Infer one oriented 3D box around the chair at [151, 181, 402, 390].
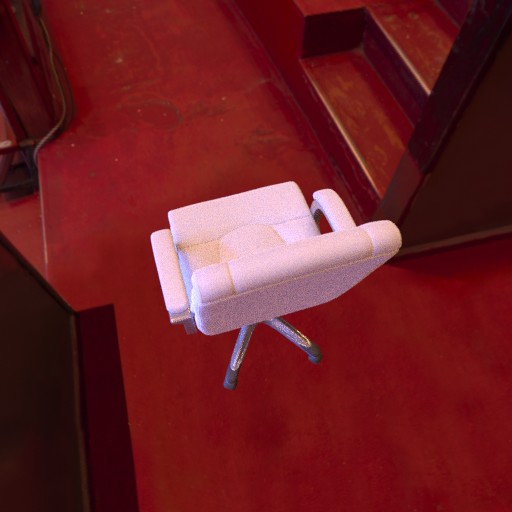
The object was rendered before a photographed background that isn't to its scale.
[{"bbox_3d":[0.000,0.000,1.579,0.687,1.120,0.738,-15,60,-9],"label":"chair"}]
